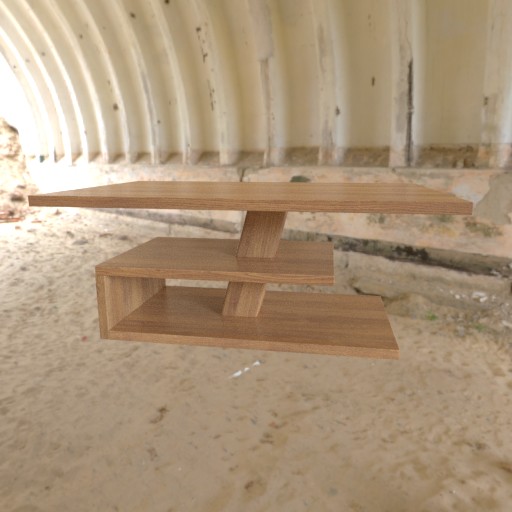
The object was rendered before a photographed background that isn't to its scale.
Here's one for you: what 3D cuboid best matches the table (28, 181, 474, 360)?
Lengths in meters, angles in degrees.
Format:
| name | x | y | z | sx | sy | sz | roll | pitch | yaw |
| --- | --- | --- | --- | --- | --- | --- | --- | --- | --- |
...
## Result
| name | x | y | z | sx | sy | sz | roll | pitch | yaw |
| --- | --- | --- | --- | --- | --- | --- | --- | --- | --- |
| table | 0.000 | 0.000 | 1.462 | 1.100 | 0.442 | 0.700 | 2 | 13 | 9 |
